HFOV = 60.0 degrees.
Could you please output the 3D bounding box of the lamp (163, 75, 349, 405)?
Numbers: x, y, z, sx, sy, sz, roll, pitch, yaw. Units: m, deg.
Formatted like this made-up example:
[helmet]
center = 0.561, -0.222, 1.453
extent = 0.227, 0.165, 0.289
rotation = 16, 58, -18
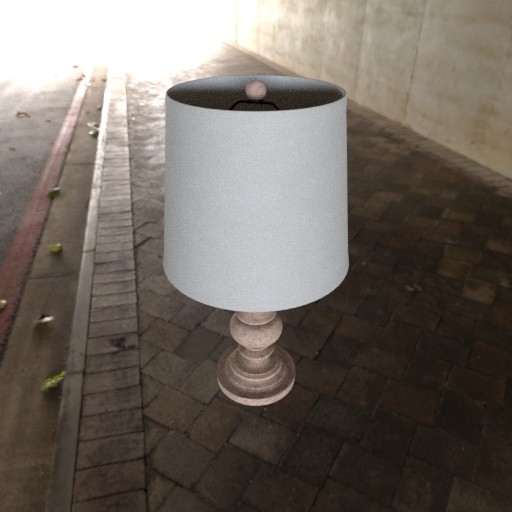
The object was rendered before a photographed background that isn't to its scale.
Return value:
[lamp]
center = 0.000, 0.000, 0.663
extent = 0.273, 0.497, 0.273
rotation = 0, 31, 0
